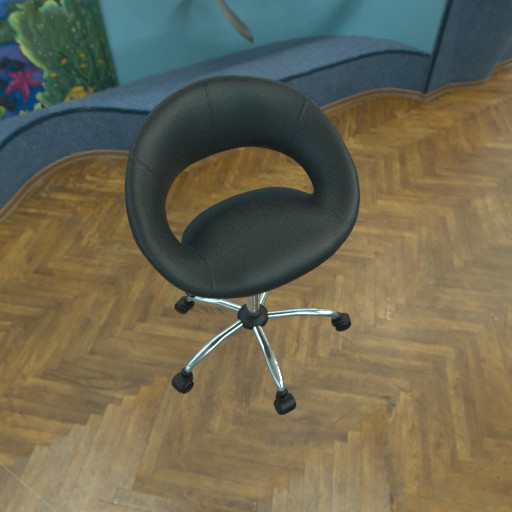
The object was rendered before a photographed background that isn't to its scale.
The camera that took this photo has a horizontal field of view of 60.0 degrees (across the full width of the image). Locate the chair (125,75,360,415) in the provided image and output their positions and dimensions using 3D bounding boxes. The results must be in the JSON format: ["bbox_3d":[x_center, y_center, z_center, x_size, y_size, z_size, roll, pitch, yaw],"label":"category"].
[{"bbox_3d":[0.000,0.000,1.178,0.612,0.791,0.538,-25,51,-22],"label":"chair"}]
